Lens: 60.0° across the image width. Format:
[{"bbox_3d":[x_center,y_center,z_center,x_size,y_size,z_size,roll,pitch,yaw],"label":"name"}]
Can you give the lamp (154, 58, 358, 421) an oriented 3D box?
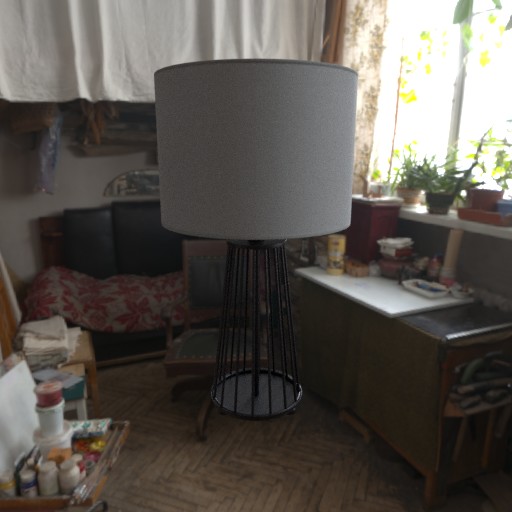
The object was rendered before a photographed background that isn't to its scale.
[{"bbox_3d":[0.000,0.000,0.786,0.322,0.593,0.322,7,16,26],"label":"lamp"}]
